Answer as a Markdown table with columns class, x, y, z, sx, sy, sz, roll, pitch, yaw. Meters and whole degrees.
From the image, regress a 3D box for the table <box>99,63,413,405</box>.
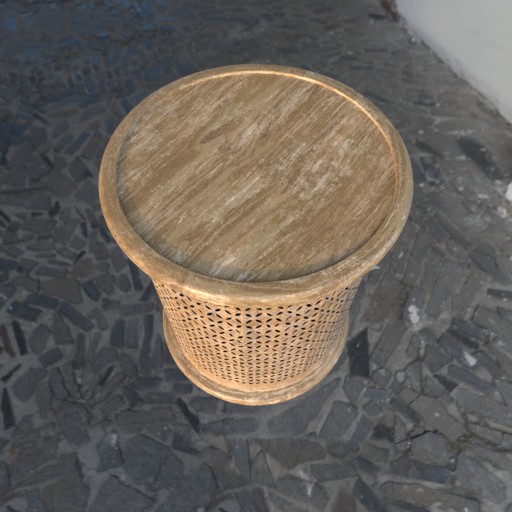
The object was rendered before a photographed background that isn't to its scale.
| class | x | y | z | sx | sy | sz | roll | pitch | yaw |
| --- | --- | --- | --- | --- | --- | --- | --- | --- | --- |
| table | 0.000 | 0.000 | 0.780 | 0.407 | 0.482 | 0.407 | 0 | 59 | 0 |
